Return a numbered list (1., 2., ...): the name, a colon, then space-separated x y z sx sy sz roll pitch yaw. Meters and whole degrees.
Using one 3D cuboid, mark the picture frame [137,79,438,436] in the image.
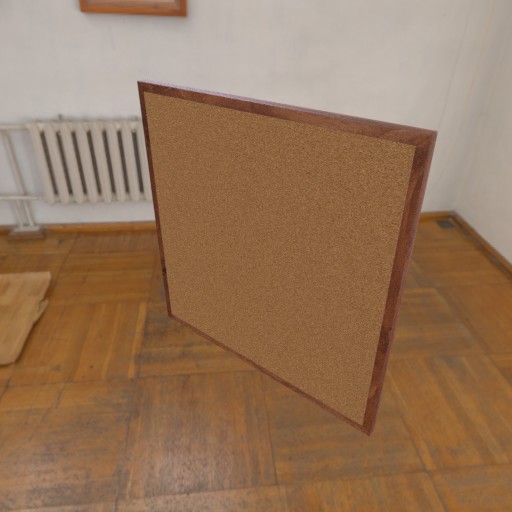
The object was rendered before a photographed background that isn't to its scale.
1. picture frame: 0.000 0.000 1.207 0.810 0.817 0.029 23 38 32
